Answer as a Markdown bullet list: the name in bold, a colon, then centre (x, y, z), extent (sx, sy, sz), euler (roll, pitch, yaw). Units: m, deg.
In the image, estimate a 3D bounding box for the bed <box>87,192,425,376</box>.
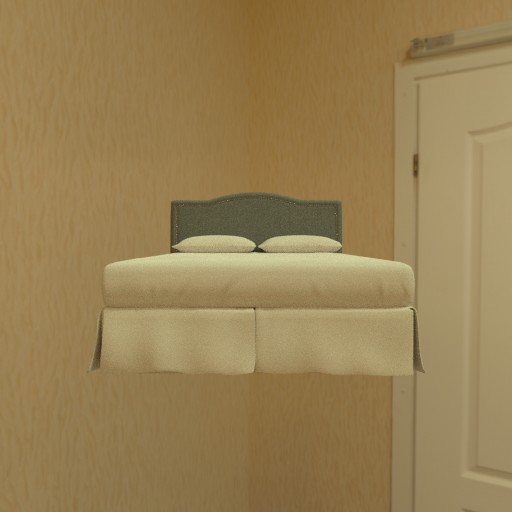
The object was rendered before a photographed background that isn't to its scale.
- **bed**: centre (0.000, 0.000, 4.097), extent (2.161, 1.457, 2.689), euler (0, 2, 0)
